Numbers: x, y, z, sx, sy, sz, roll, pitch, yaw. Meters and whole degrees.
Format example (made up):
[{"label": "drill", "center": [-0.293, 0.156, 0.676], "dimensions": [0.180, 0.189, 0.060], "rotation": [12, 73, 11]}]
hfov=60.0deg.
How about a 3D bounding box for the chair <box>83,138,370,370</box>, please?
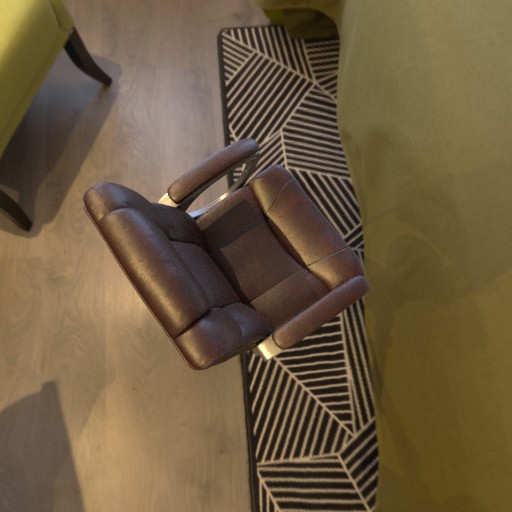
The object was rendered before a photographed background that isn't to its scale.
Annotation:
[{"label": "chair", "center": [0.000, 0.000, 1.544], "dimensions": [0.692, 1.128, 0.656], "rotation": [-35, 78, -9]}]
